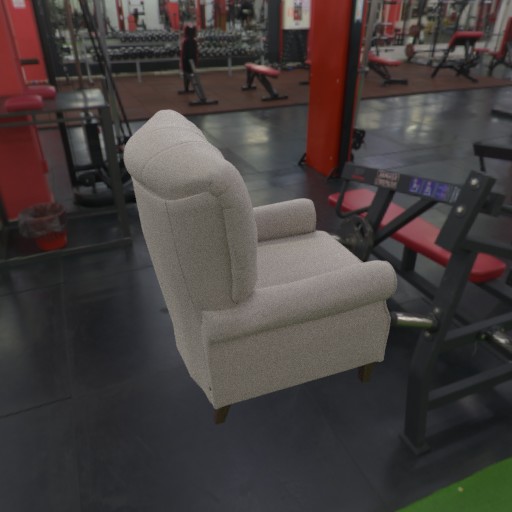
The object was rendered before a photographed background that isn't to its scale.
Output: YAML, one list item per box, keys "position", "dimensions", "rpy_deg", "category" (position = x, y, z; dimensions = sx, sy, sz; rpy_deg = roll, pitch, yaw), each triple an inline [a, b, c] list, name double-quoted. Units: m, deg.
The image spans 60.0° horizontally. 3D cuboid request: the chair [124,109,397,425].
- position: [0.000, 0.000, 2.017]
  dimensions: [1.025, 1.209, 0.942]
  rpy_deg: [-10, 32, -18]
  category: "chair"
